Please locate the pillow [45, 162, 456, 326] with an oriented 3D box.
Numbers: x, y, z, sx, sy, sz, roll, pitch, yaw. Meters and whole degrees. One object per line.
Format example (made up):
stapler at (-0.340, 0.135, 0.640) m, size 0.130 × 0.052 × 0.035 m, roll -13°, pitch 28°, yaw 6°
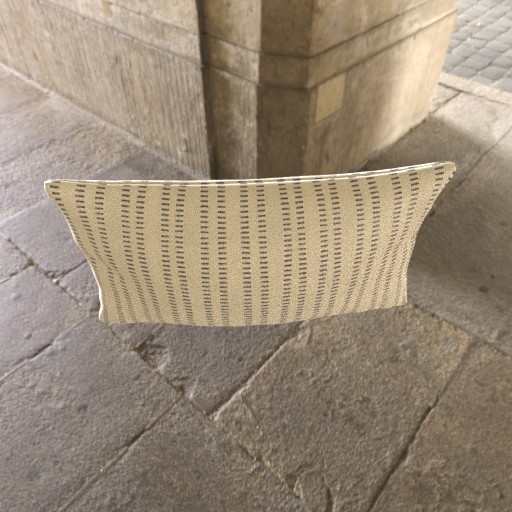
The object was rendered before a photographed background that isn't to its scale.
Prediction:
pillow at (0.000, 0.000, 0.792) m, size 0.640 × 0.353 × 0.210 m, roll -3°, pitch 46°, yaw -3°
